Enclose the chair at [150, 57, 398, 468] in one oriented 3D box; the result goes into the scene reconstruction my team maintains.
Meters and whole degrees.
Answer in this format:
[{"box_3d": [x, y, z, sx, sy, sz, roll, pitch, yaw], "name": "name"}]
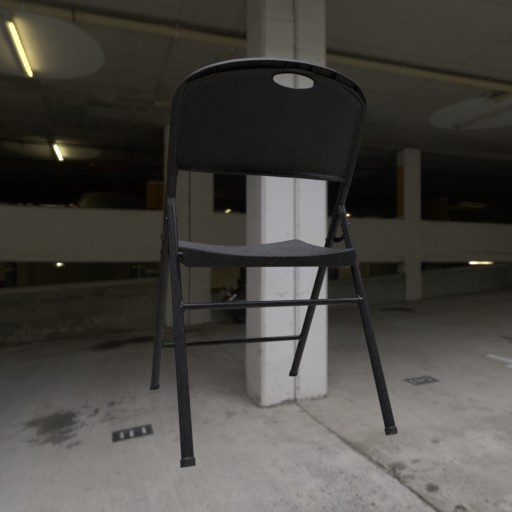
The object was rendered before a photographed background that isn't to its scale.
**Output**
[{"box_3d": [0.000, 0.000, 1.173, 0.494, 0.810, 0.566, 0, 0, -20], "name": "chair"}]
